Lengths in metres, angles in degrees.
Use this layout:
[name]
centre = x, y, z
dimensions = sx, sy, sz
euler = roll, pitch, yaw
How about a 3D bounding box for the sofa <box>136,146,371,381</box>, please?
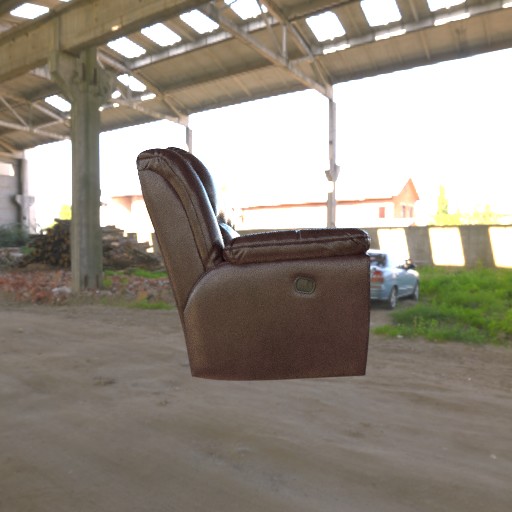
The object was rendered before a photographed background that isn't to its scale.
[sofa]
centre = 0.000, 0.000, 2.875
dimensions = 0.991, 1.043, 2.337
euler = 0, 1, 0
